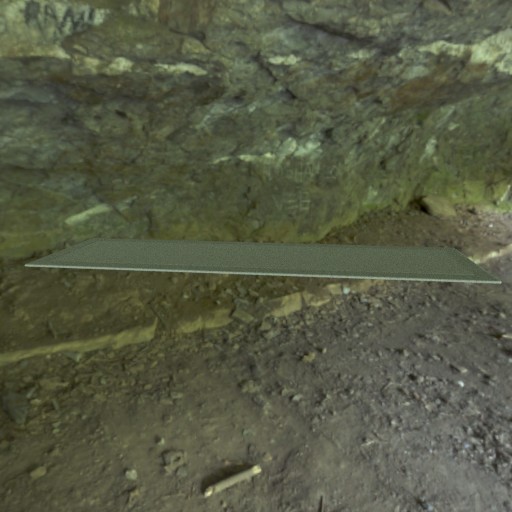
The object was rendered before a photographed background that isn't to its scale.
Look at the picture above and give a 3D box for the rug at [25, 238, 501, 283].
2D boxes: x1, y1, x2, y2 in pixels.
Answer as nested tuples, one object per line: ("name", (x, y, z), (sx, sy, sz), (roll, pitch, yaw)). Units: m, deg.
("rug", (0.000, 0.000, 2.599), (2.430, 0.012, 0.759), (2, 13, 7))
